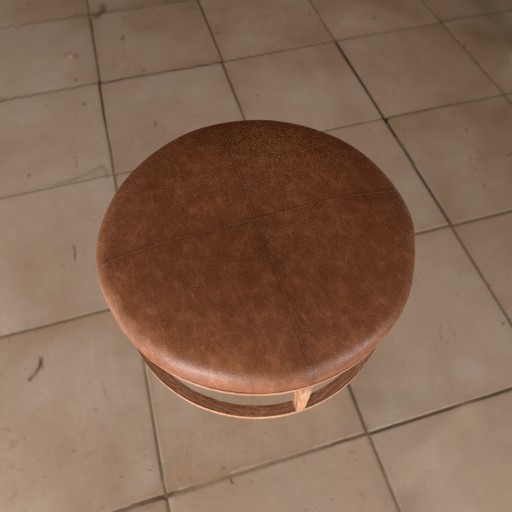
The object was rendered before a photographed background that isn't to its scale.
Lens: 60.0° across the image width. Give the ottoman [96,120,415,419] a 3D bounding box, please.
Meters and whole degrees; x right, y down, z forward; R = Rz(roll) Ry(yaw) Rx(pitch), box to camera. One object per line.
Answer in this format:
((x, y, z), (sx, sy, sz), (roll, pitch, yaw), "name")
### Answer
((0.000, 0.000, 1.538), (1.006, 0.445, 1.006), (0, 59, 0), "ottoman")
